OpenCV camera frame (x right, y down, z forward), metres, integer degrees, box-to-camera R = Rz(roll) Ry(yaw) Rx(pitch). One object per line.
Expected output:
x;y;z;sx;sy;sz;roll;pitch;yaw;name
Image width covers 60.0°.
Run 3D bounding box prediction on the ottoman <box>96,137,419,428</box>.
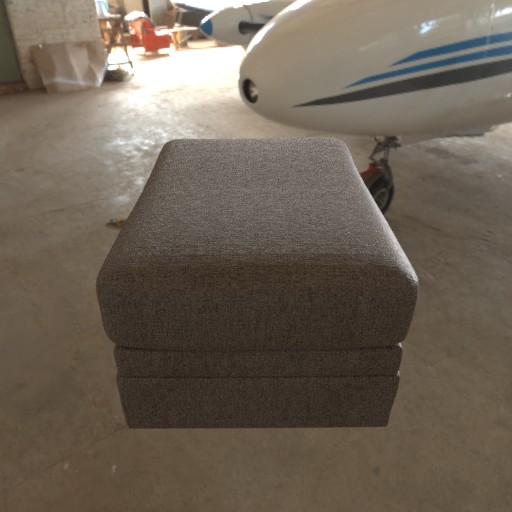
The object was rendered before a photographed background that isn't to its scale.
0.000;0.000;1.273;0.637;0.478;0.885;0;33;0;ottoman
